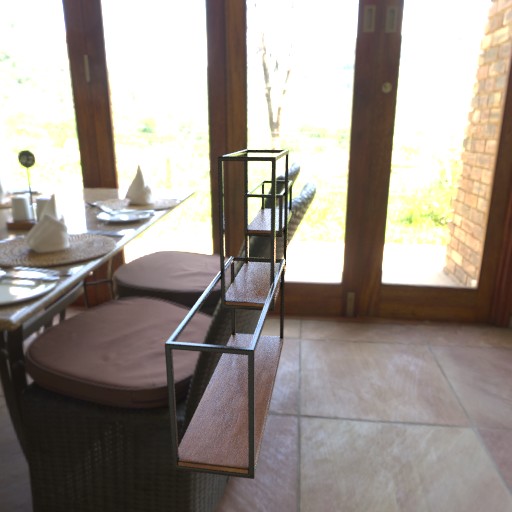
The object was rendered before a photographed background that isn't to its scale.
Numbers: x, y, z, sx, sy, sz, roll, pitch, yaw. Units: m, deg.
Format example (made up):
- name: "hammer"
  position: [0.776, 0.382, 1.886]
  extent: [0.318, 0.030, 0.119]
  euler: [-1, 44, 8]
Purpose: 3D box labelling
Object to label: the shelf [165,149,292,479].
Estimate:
- name: "shelf"
  position: [0.000, 0.000, 2.152]
  extent: [0.275, 0.972, 1.781]
  euler: [3, 16, 9]
